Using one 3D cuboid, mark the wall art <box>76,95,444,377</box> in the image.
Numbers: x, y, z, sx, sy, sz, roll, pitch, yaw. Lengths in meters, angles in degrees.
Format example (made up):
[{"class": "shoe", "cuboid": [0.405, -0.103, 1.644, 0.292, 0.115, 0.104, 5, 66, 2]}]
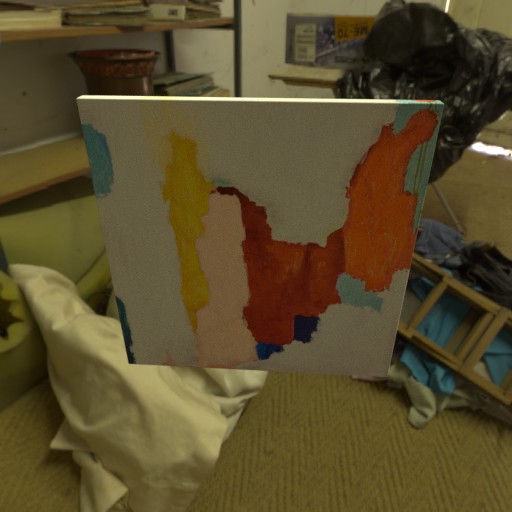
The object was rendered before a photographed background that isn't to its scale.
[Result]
[{"class": "wall art", "cuboid": [0.000, 0.000, 1.496, 1.017, 1.017, 0.044, 2, 31, 3]}]
